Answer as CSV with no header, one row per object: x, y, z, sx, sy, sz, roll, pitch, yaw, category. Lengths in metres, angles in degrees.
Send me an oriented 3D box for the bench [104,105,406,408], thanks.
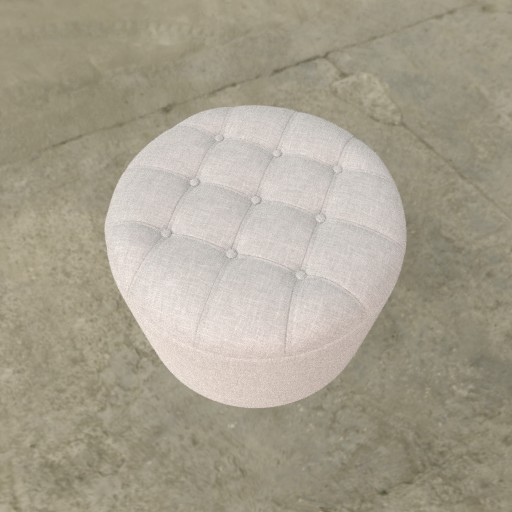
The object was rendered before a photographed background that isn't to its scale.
0.000,0.000,1.025,0.600,0.453,0.600,0,59,0,bench
